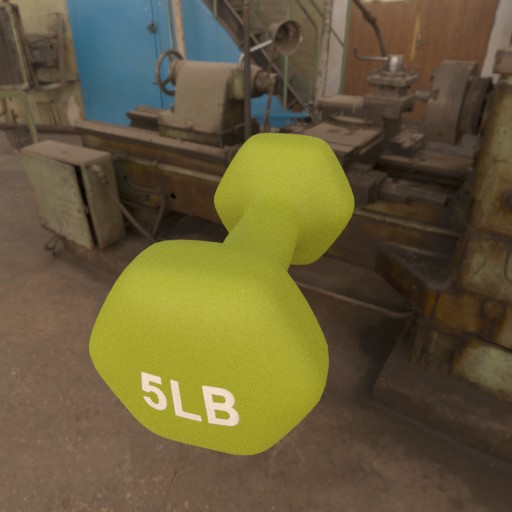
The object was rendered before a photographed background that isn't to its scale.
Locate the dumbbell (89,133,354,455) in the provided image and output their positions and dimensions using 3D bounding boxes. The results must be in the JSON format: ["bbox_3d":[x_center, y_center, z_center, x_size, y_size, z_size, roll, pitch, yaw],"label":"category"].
[{"bbox_3d":[0.000,0.000,0.198,0.080,0.072,0.164,8,32,13],"label":"dumbbell"}]
